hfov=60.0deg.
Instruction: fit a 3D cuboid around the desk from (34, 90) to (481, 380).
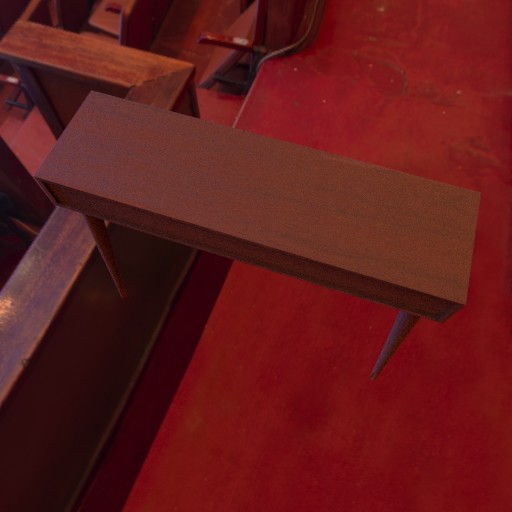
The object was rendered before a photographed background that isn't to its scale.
[{"bbox_3d":[0.000,0.000,1.647,1.204,0.917,0.384,17,65,8],"label":"desk"}]
